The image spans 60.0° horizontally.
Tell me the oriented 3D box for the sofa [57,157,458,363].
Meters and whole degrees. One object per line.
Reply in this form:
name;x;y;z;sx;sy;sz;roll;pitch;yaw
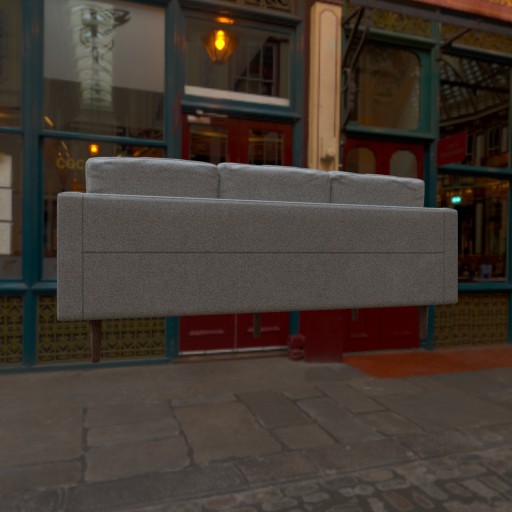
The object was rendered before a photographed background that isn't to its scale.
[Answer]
sofa;0.000;0.000;2.517;1.983;0.918;0.944;0;0;-19
